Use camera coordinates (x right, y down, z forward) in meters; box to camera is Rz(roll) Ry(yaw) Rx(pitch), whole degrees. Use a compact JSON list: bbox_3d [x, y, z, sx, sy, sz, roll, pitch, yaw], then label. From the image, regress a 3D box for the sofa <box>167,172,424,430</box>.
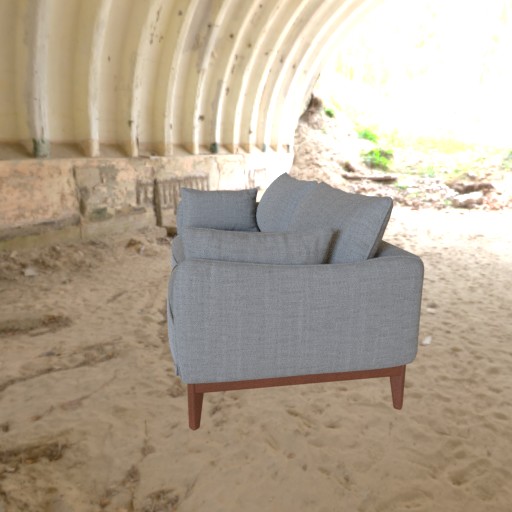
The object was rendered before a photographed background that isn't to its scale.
[{"bbox_3d":[0.000,0.000,2.514,0.972,0.851,1.989,-2,14,-9],"label":"sofa"}]
